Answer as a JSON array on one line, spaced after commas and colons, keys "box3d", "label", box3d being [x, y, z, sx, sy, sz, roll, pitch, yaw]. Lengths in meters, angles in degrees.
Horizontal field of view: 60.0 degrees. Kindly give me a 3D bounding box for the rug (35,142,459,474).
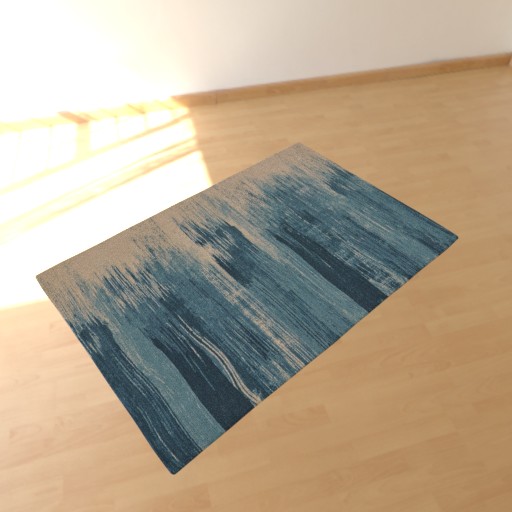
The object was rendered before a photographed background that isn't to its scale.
[{"box3d": [0.000, 0.000, 2.276, 1.836, 0.009, 1.232, -32, 55, -27], "label": "rug"}]
